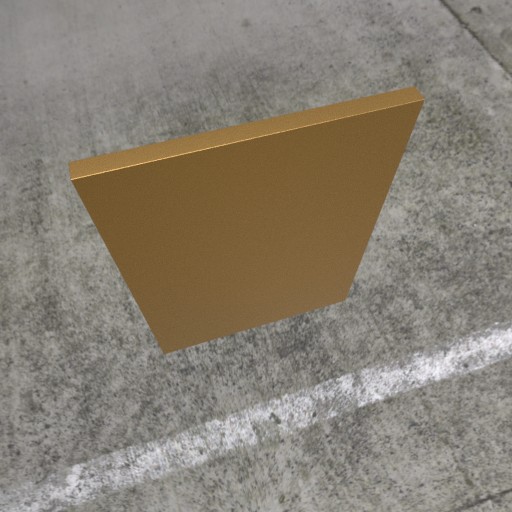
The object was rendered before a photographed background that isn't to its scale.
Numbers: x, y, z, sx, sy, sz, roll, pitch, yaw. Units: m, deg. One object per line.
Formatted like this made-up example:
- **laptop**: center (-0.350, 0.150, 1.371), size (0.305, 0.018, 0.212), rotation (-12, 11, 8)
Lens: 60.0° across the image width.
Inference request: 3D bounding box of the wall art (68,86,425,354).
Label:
- **wall art**: center (0.000, 0.000, 1.085), size (0.610, 0.812, 0.038), rotation (-15, 60, -9)
